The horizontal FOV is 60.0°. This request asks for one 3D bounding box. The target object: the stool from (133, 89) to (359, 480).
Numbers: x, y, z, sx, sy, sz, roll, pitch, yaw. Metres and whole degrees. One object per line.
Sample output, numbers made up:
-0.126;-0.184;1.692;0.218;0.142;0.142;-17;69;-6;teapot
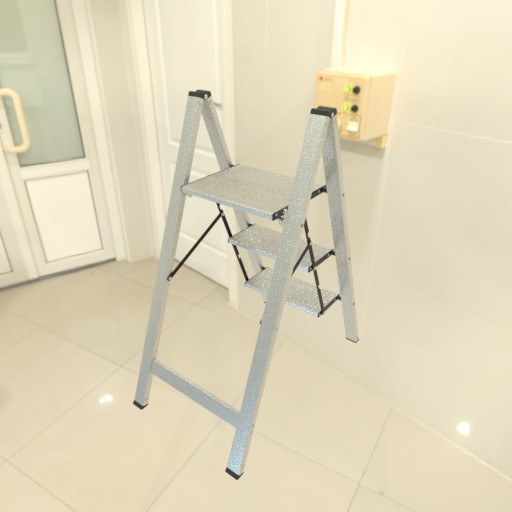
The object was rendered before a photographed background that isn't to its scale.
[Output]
0.000;0.000;1.331;0.441;0.902;0.730;21;35;32;stool
